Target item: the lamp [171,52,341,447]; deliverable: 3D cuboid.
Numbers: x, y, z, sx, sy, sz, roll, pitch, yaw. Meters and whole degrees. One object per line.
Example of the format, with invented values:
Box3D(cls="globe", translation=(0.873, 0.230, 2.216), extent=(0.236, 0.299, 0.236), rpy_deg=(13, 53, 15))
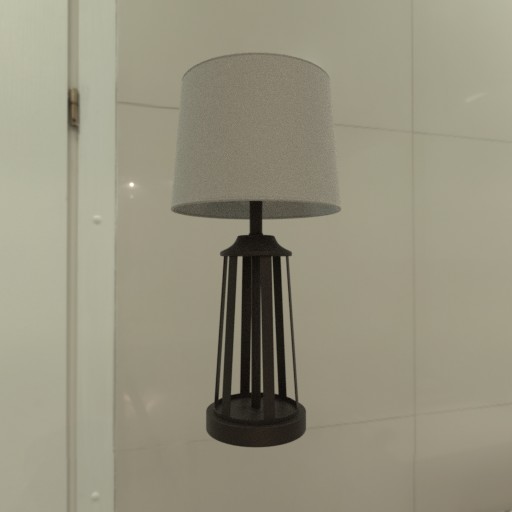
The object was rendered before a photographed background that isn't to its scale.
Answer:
Box3D(cls="lamp", translation=(0.000, 0.000, 0.663), extent=(0.251, 0.509, 0.251), rpy_deg=(0, -1, 0))
